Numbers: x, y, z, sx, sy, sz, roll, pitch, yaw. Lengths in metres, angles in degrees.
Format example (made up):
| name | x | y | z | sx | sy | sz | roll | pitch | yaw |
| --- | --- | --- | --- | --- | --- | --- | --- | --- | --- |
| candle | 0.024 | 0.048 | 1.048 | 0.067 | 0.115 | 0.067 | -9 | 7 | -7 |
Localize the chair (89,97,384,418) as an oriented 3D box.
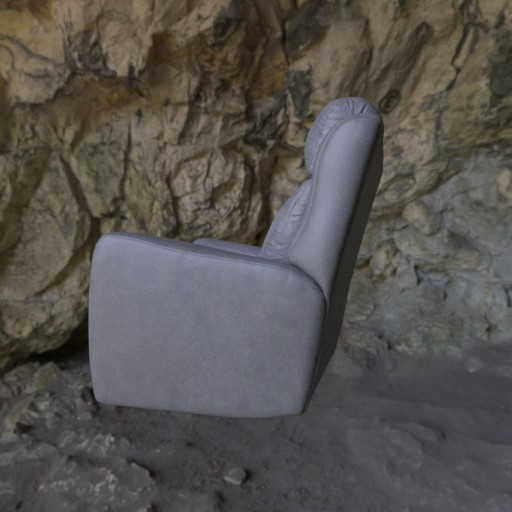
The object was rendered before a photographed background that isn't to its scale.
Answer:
| name | x | y | z | sx | sy | sz | roll | pitch | yaw |
| --- | --- | --- | --- | --- | --- | --- | --- | --- | --- |
| chair | 0.000 | 0.000 | 1.931 | 1.068 | 1.116 | 0.967 | 0 | 1 | 16 |
